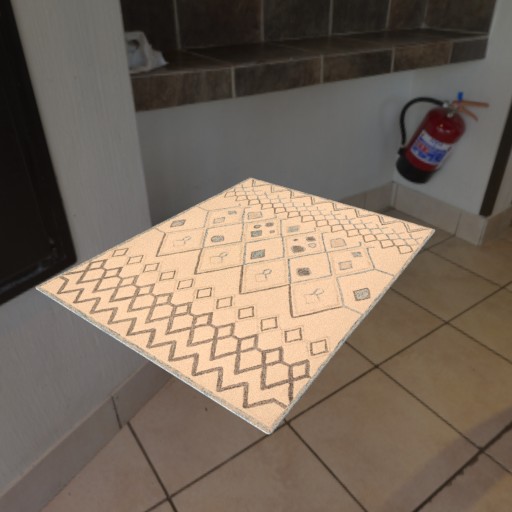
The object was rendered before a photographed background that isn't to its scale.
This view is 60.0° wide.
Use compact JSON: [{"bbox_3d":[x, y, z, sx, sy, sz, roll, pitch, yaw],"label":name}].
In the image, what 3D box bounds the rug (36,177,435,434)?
[{"bbox_3d":[0.000,0.000,4.216,2.441,0.013,3.056,21,38,30],"label":"rug"}]
